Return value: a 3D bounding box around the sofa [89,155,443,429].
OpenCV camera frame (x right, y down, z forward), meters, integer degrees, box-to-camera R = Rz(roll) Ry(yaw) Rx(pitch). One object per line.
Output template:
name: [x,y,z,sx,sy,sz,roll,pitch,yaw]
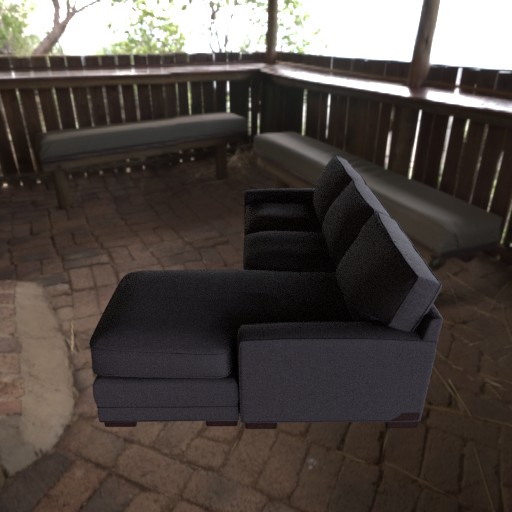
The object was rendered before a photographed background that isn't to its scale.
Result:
sofa: [0.000,0.000,3.276,1.790,0.973,2.370,0,27,0]
